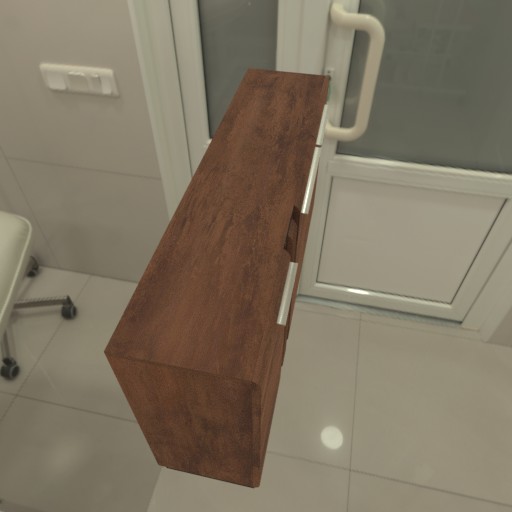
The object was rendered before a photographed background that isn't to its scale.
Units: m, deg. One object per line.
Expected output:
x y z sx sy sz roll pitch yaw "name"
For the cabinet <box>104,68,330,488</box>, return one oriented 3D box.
0.000 0.000 1.918 0.420 0.900 1.600 9 48 8 "cabinet"
